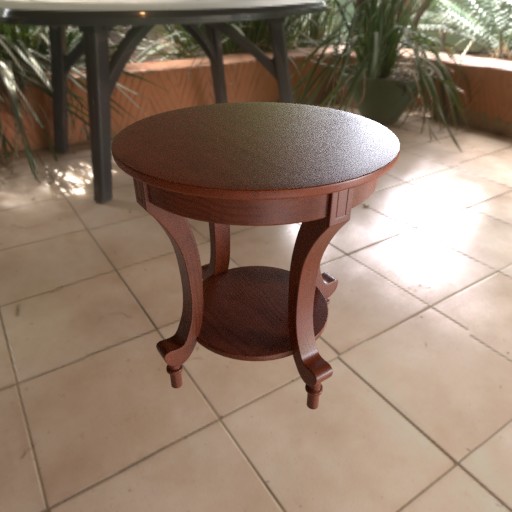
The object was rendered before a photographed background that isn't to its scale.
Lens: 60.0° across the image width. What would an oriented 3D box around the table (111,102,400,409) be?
[{"bbox_3d":[0.000,0.000,1.108,0.597,0.612,0.597,0,32,0],"label":"table"}]
